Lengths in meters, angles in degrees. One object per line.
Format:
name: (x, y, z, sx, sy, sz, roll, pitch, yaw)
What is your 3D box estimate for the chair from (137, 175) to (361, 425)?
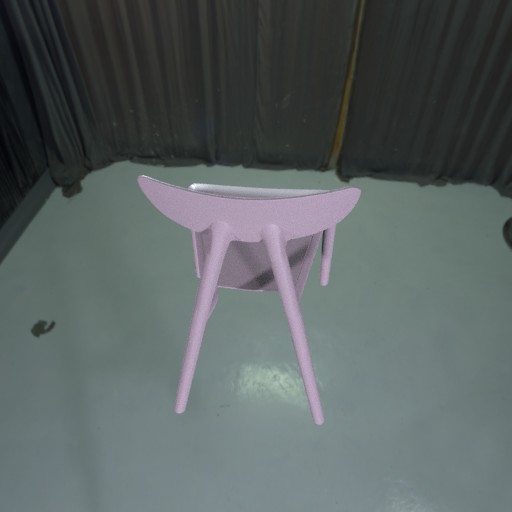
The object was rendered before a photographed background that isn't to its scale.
chair: (0.000, 0.000, 0.859, 0.356, 0.580, 0.401, 3, 47, 3)
